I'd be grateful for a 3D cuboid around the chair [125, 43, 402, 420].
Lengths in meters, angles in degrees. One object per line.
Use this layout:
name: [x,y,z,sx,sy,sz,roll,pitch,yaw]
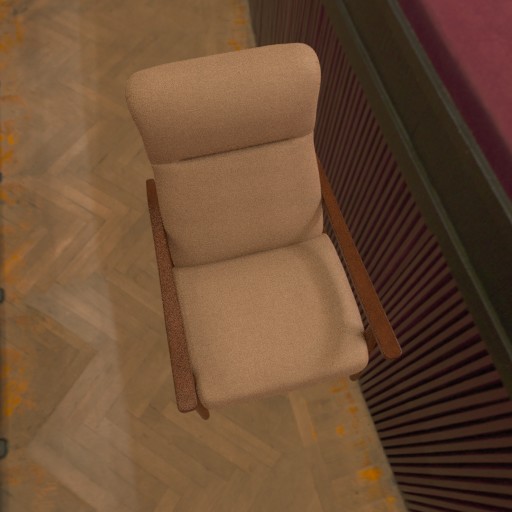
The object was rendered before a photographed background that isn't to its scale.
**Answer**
chair: [0.000,0.000,1.731,0.762,1.082,1.030,-13,66,-6]
